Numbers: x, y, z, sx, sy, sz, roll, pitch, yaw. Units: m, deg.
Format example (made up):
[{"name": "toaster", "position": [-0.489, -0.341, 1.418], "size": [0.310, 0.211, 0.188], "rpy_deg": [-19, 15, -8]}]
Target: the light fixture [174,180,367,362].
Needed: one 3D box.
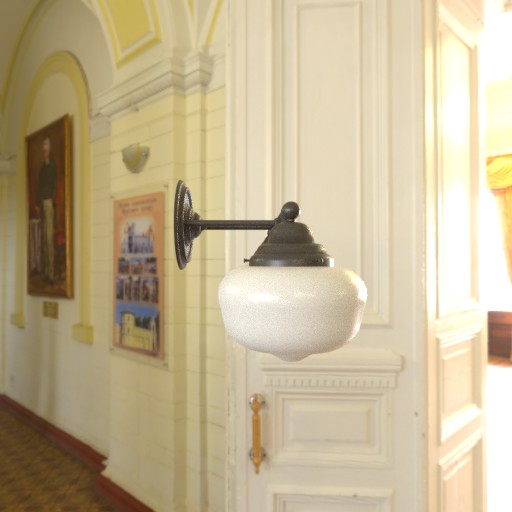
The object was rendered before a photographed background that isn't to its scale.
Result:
[{"name": "light fixture", "position": [0.000, 0.000, 0.710], "size": [0.239, 0.242, 0.587], "rpy_deg": [0, -1, -1]}]
